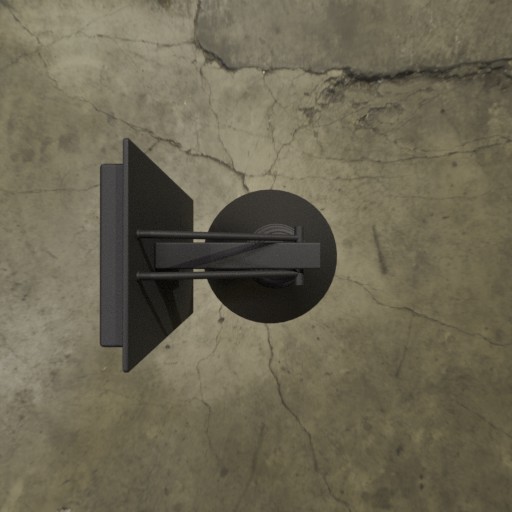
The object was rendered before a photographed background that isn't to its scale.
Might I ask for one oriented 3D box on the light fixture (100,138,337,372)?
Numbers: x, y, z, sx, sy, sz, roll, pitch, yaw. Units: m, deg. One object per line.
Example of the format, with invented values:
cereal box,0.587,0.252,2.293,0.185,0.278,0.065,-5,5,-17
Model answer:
light fixture,0.000,0.000,0.424,0.207,0.298,0.170,0,90,0
